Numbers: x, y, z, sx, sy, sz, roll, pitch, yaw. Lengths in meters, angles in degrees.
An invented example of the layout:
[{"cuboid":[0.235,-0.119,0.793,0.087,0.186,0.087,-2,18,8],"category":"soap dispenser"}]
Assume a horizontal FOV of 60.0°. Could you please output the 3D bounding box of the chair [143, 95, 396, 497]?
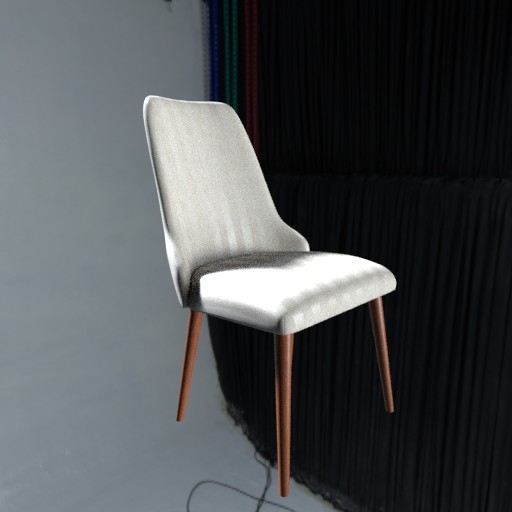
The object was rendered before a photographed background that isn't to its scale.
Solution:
[{"cuboid":[0.000,0.000,1.292,0.526,0.917,0.684,-13,18,-43],"category":"chair"}]
